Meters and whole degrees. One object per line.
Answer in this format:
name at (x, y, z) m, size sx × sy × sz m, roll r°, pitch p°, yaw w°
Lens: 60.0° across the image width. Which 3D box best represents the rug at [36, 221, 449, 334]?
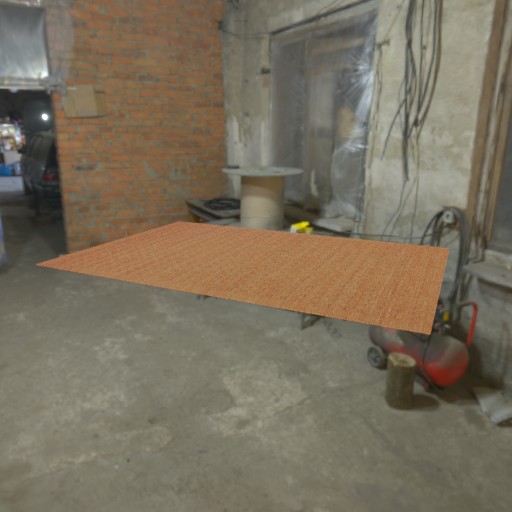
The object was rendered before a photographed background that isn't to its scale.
rug at (0.000, 0.000, 2.929) m, size 2.285 × 0.006 × 1.524 m, roll 7°, pitch 17°, yaw 24°
